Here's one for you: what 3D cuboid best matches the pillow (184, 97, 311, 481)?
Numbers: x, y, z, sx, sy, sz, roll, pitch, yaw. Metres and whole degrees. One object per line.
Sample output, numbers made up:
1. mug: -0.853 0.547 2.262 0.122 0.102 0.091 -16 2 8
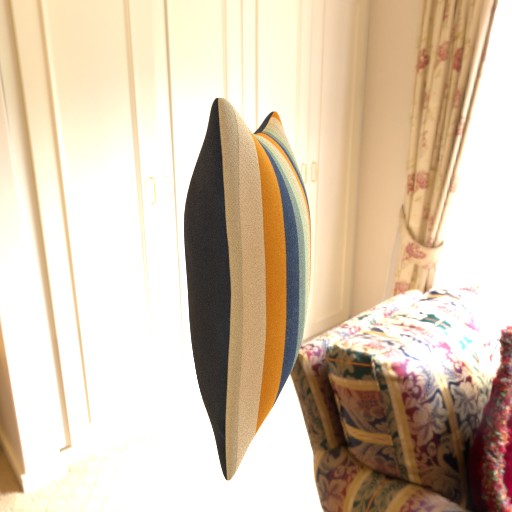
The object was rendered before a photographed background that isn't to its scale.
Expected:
1. pillow: 0.000 0.000 0.708 0.173 0.454 0.463 3 16 9
